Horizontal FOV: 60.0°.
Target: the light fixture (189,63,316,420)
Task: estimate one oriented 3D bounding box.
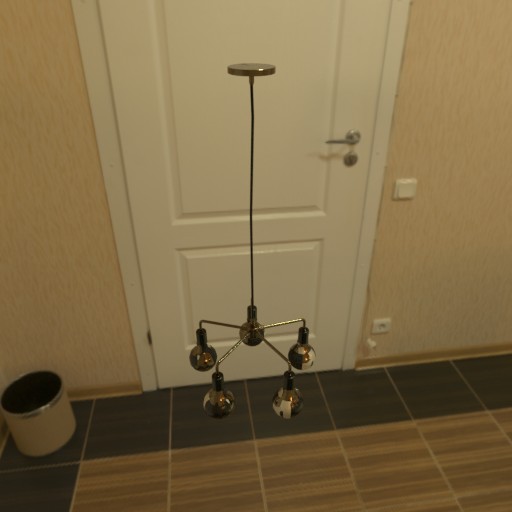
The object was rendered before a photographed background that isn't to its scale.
[{"bbox_3d":[0.000,0.000,1.251,0.438,0.988,0.421,-21,36,-31],"label":"light fixture"}]
